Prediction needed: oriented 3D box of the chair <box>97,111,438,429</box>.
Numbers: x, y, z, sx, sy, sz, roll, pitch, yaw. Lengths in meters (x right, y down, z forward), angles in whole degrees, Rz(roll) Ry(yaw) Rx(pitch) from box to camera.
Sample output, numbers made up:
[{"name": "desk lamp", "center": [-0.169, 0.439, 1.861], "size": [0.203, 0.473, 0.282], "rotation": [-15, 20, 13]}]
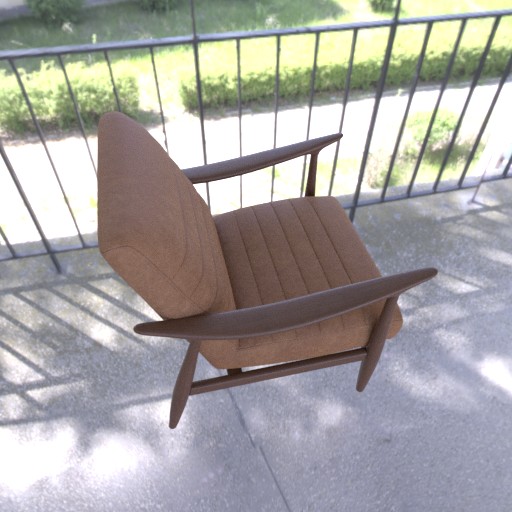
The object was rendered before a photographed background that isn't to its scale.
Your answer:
[{"name": "chair", "center": [0.000, 0.000, 1.425], "size": [0.798, 0.832, 0.741], "rotation": [-10, 48, -9]}]
